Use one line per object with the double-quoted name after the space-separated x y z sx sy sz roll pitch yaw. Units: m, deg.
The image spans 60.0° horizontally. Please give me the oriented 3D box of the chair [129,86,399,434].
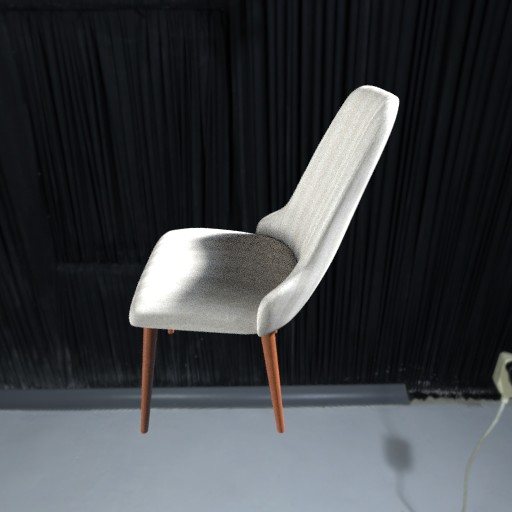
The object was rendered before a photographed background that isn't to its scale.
0.000 0.000 1.309 0.684 0.917 0.526 0 28 0 "chair"
